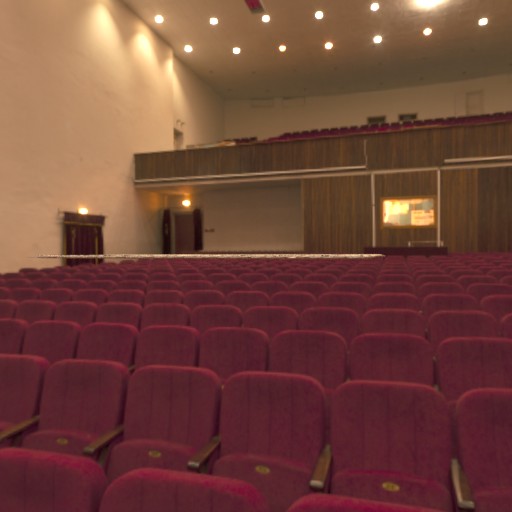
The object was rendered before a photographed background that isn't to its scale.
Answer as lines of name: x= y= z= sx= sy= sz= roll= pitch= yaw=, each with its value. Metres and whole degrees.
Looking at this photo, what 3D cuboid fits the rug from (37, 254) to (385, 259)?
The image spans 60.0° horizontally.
rug: x=0.000 y=0.000 z=3.901 sx=2.125 sy=0.028 sz=3.027 roll=0 pitch=0 yaw=18
